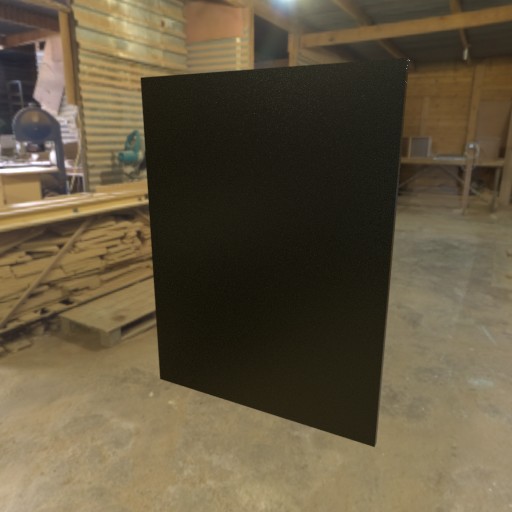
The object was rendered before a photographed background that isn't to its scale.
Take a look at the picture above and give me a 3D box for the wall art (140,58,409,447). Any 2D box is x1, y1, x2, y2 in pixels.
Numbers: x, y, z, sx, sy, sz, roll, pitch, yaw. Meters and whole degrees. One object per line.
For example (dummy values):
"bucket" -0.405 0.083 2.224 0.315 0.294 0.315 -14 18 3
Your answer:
"wall art" 0.000 0.000 0.745 0.442 0.582 0.013 8 17 27
